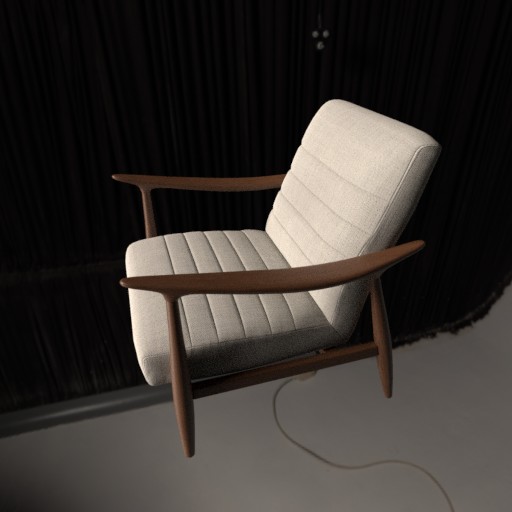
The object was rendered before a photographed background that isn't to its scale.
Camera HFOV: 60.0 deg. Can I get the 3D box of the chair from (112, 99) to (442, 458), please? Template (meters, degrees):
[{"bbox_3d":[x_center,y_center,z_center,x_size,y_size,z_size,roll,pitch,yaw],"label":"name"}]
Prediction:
[{"bbox_3d":[0.000,0.000,1.392,0.798,0.832,0.741,-9,31,-15],"label":"chair"}]
